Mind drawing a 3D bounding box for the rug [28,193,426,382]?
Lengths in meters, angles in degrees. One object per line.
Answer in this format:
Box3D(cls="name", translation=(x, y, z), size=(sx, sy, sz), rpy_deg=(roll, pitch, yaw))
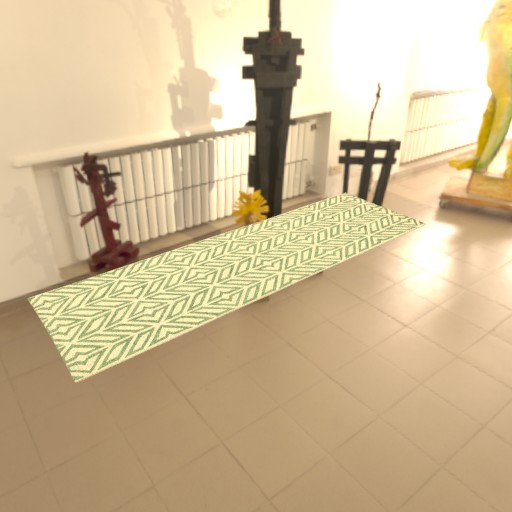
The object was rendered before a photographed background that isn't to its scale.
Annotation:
Box3D(cls="rug", translation=(0.000, 0.000, 2.703), size=(2.435, 0.009, 0.750), rpy_deg=(-21, 36, -32))
